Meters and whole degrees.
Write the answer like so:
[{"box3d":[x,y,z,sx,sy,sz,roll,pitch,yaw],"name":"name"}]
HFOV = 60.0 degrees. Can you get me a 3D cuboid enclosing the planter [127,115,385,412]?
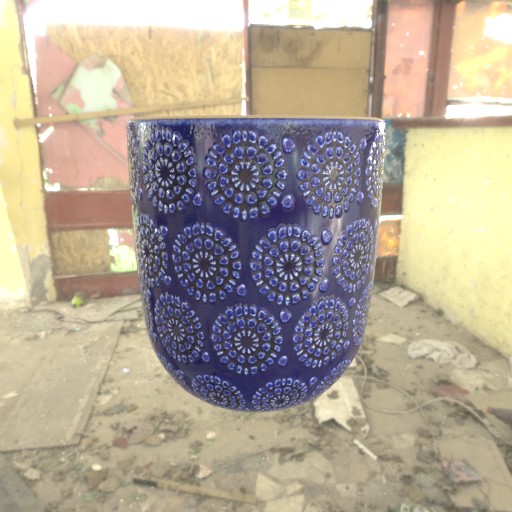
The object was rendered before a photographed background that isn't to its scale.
[{"box3d":[0.000,0.000,0.350,0.184,0.206,0.184,0,16,0],"name":"planter"}]
